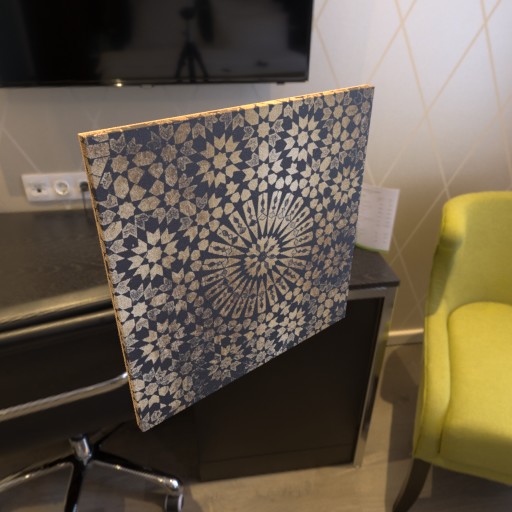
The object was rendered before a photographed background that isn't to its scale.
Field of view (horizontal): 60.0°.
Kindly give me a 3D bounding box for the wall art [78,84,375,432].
[{"bbox_3d":[0.000,0.000,1.383,0.914,0.914,0.038,-22,37,-32],"label":"wall art"}]
